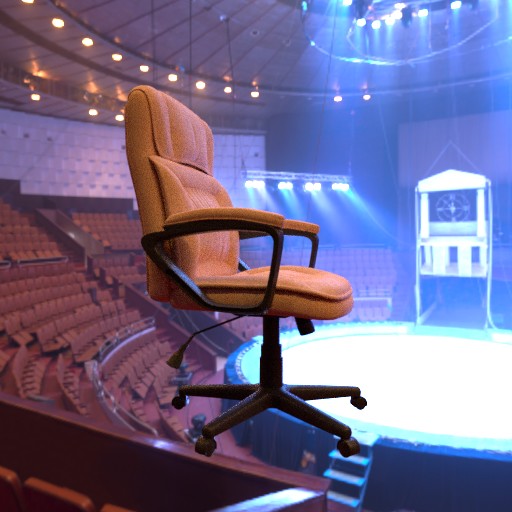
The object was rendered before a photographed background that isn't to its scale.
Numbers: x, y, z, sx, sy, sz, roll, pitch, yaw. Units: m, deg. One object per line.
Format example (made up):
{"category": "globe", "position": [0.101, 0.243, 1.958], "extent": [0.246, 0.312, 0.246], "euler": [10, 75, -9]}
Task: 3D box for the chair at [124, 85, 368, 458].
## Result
{"category": "chair", "position": [0.000, 0.000, 1.505], "extent": [0.724, 1.105, 0.667], "euler": [0, 1, 17]}
